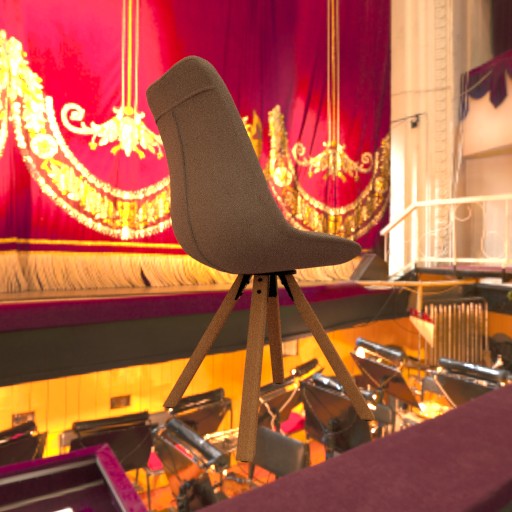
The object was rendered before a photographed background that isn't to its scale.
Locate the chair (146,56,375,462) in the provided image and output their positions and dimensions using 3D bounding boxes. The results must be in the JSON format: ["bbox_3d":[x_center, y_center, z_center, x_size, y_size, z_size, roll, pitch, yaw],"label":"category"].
[{"bbox_3d":[0.000,0.000,1.195,0.549,0.863,0.474,-1,1,-34],"label":"chair"}]
